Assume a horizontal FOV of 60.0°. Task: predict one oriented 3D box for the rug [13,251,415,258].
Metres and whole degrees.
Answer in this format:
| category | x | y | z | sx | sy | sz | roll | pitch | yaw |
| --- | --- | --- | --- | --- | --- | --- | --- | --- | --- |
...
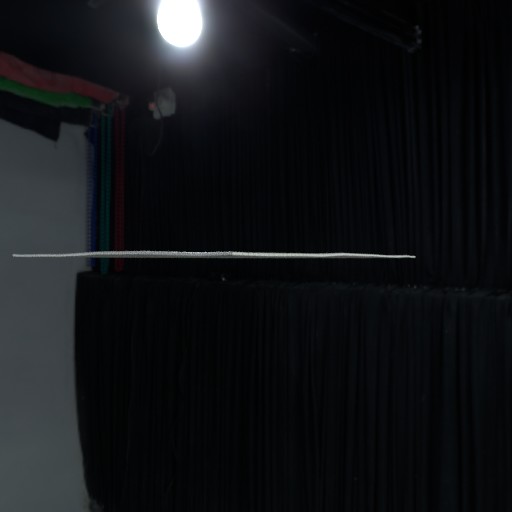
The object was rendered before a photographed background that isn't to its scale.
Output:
| category | x | y | z | sx | sy | sz | roll | pitch | yaw |
| --- | --- | --- | --- | --- | --- | --- | --- | --- | --- |
| rug | 0.000 | 0.000 | 1.040 | 0.511 | 0.008 | 0.869 | 0 | 0 | 34 |
